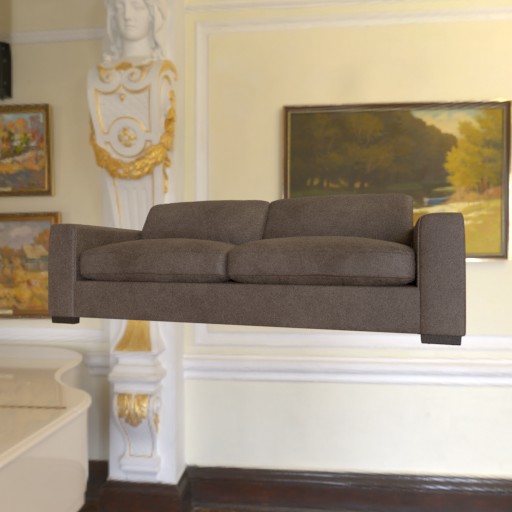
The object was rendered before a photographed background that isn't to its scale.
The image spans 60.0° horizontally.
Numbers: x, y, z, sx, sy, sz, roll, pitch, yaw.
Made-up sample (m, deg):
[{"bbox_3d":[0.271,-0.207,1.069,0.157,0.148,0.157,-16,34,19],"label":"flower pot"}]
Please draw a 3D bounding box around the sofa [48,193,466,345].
[{"bbox_3d":[0.000,0.000,2.754,2.262,0.801,1.070,0,0,18],"label":"sofa"}]
